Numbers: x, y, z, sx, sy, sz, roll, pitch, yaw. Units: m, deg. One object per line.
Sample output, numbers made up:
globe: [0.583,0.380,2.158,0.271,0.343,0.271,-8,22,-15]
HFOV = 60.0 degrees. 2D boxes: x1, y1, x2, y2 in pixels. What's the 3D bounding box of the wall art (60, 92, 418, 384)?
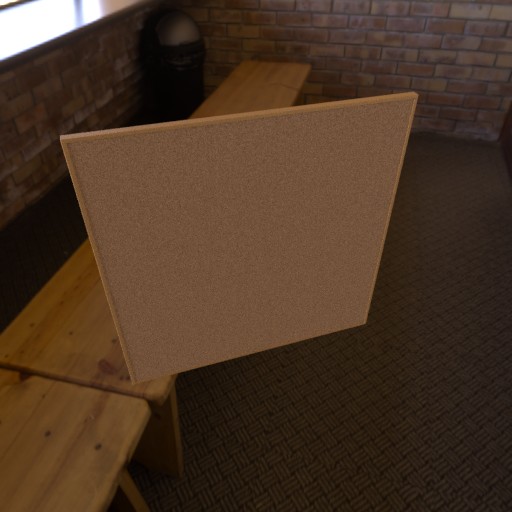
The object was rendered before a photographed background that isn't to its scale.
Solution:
wall art: [0.000,0.000,0.690,0.457,0.455,0.013,-12,41,-14]
